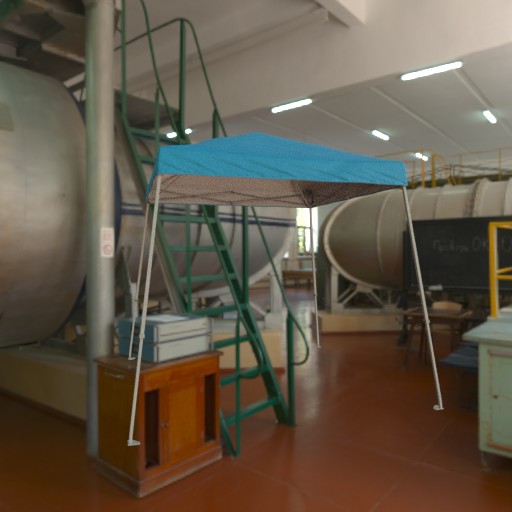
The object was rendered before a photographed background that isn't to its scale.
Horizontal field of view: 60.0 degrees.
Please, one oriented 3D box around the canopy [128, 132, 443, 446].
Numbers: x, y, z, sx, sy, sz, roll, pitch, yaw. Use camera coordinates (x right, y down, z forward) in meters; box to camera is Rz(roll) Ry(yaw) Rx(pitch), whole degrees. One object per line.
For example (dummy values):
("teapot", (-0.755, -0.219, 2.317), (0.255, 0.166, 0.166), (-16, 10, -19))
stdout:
("canopy", (0.000, 0.000, 5.120), (2.849, 2.849, 2.848), (0, 1, -16))
